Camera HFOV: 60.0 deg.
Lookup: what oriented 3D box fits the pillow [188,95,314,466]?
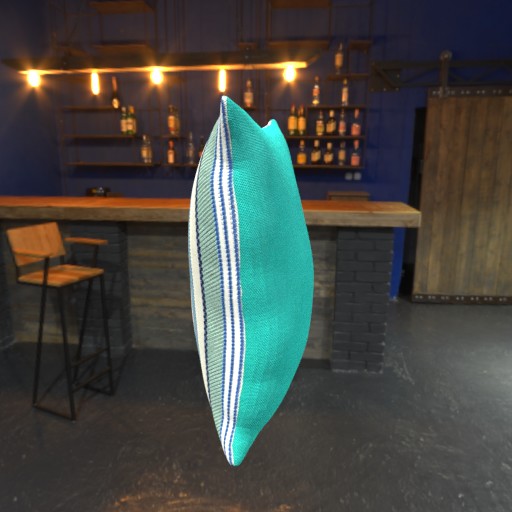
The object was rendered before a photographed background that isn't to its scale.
[{"bbox_3d":[0.000,0.000,0.698,0.182,0.441,0.440,2,13,9],"label":"pillow"}]
